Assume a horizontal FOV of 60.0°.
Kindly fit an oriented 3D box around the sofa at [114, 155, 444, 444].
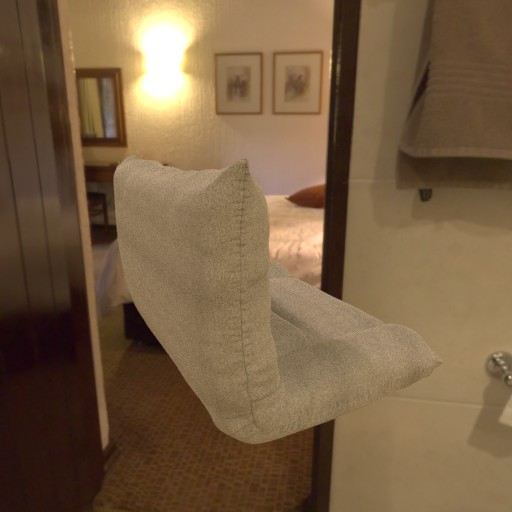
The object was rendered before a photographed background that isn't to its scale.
[{"bbox_3d":[0.000,0.000,1.670,0.847,0.795,1.144,-8,17,-27],"label":"sofa"}]
